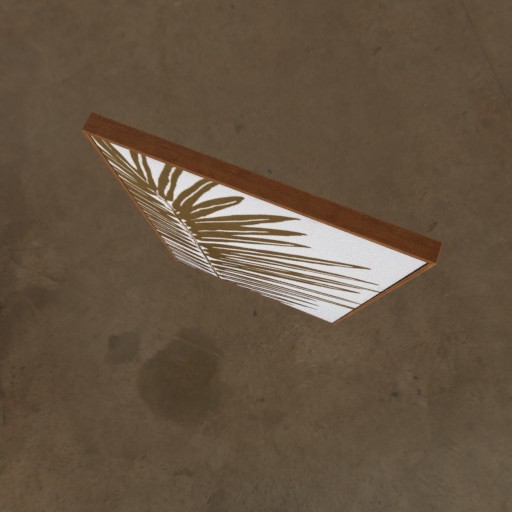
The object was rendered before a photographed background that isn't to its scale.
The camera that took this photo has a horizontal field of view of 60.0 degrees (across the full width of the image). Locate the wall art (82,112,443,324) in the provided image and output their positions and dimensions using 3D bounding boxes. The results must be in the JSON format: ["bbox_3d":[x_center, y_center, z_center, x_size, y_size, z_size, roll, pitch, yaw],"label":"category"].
[{"bbox_3d":[0.000,0.000,1.153,0.610,0.914,0.037,21,76,5],"label":"wall art"}]
